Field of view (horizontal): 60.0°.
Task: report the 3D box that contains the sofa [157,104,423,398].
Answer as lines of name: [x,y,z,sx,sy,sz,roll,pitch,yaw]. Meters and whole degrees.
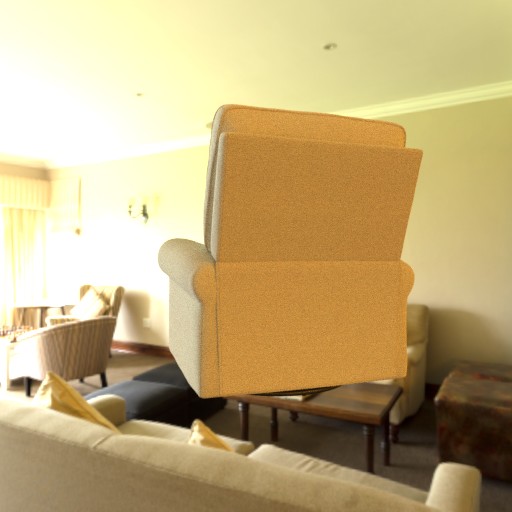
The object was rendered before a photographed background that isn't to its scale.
sofa: [0.000,0.000,2.043,0.880,0.959,1.478,0,0,-18]
